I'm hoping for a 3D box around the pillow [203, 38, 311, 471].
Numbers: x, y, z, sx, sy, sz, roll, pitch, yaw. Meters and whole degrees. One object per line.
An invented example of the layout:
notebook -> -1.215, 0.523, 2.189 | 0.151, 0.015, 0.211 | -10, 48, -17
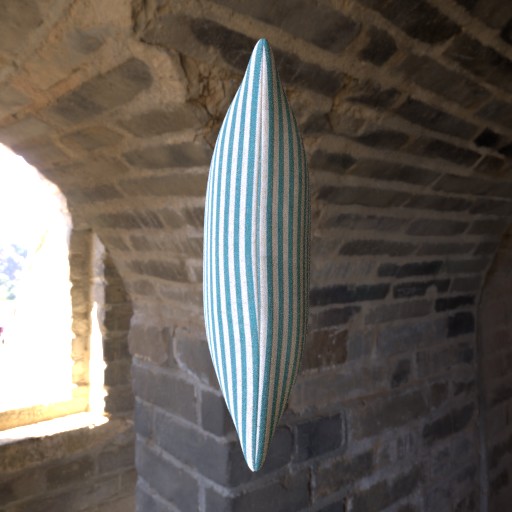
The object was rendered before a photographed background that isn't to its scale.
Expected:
pillow -> 0.000, 0.000, 0.779 | 0.166, 0.510, 0.523 | 0, 0, -1
